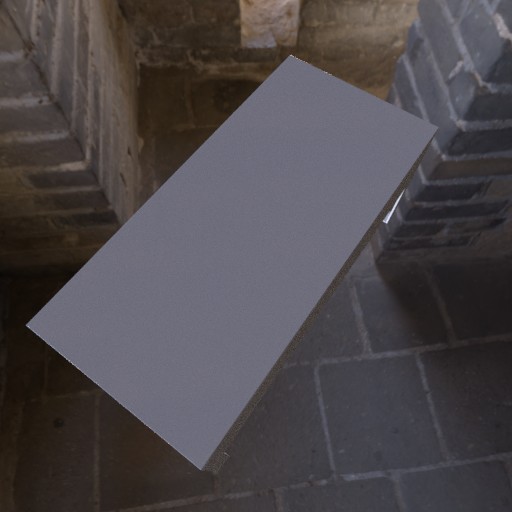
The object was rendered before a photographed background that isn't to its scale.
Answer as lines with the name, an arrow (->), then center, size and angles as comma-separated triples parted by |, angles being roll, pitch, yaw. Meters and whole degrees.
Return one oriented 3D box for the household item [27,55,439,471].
household item -> 0.000, 0.000, 2.117 | 0.800, 0.745, 1.700 | 33, 68, 15
